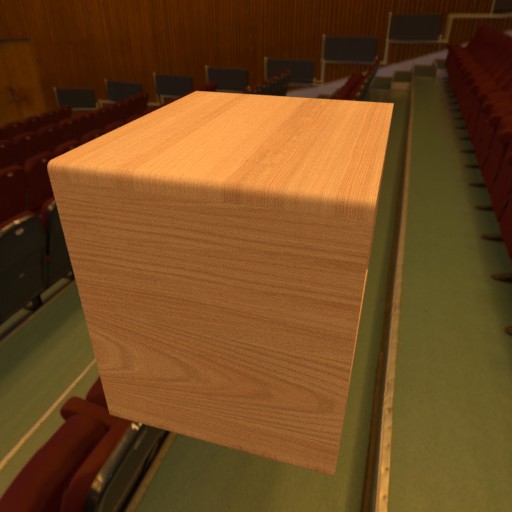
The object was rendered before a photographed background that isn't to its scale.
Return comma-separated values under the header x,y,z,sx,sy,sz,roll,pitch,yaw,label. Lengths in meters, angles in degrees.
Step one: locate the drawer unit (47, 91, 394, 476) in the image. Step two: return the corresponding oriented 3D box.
x,y,z,sx,sy,sz,roll,pitch,yaw,label
0.000,0.000,0.592,0.290,0.344,0.344,9,32,14,drawer unit
